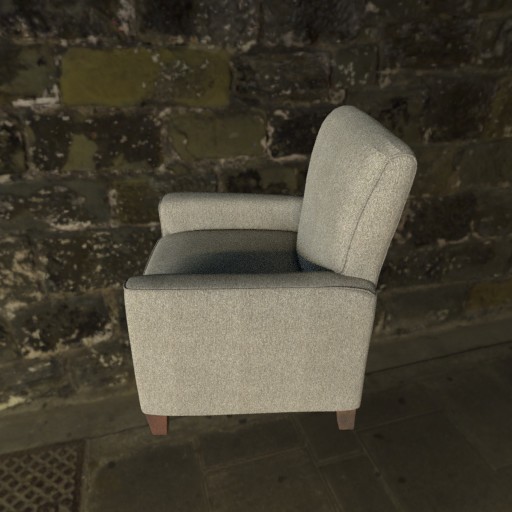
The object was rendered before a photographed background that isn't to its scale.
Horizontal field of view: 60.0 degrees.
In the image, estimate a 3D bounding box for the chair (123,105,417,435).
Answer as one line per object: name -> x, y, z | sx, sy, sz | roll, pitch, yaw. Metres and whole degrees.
chair -> 0.000, 0.000, 1.675 | 0.858, 1.028, 0.841 | -1, 28, -2
